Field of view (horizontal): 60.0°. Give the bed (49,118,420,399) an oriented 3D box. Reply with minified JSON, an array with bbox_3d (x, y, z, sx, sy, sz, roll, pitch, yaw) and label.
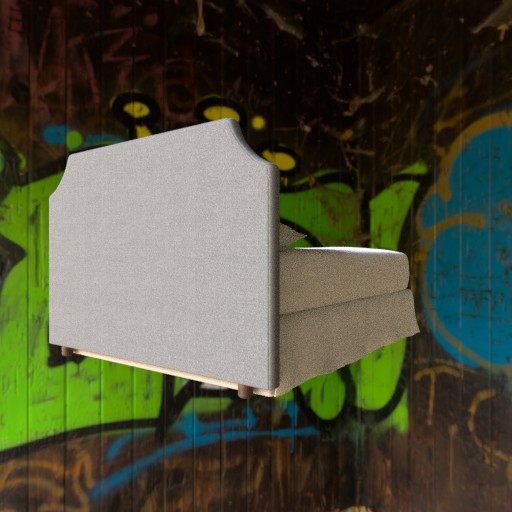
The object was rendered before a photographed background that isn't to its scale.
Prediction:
[{"bbox_3d":[0.000,0.000,3.344,1.811,1.296,2.259,0,0,36],"label":"bed"}]
